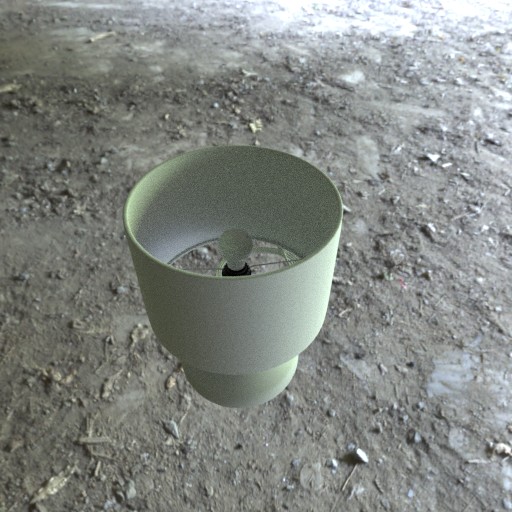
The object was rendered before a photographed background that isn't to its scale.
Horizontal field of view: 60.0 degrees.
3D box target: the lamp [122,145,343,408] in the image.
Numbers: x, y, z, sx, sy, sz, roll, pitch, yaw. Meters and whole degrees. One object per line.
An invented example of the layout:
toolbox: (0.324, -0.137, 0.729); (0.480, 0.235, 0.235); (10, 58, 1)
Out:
lamp: (0.000, 0.000, 0.868); (0.401, 0.457, 0.546); (26, 50, 25)
